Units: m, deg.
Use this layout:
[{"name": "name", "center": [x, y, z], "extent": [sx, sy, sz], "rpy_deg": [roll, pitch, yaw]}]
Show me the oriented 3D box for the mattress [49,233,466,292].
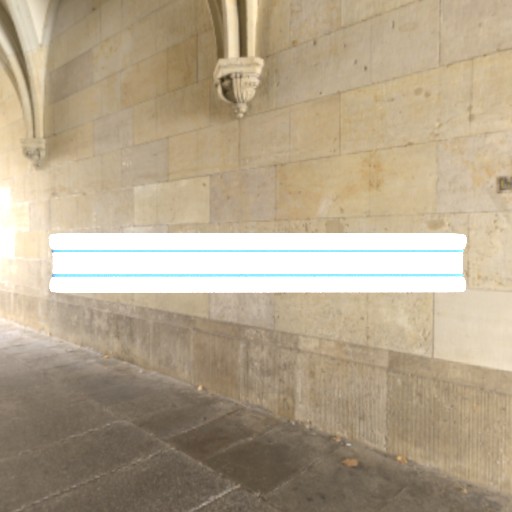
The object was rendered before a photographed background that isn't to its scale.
[{"name": "mattress", "center": [0.000, 0.000, 2.693], "extent": [1.600, 0.230, 2.000], "rpy_deg": [0, 2, -1]}]
